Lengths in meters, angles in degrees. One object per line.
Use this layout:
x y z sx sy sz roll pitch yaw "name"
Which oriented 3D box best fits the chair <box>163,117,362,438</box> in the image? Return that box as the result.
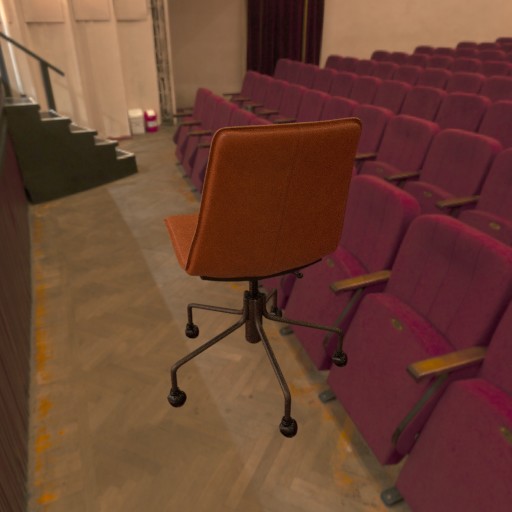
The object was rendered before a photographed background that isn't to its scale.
0.000 0.000 1.381 0.651 0.920 0.660 -9 29 -16 "chair"
